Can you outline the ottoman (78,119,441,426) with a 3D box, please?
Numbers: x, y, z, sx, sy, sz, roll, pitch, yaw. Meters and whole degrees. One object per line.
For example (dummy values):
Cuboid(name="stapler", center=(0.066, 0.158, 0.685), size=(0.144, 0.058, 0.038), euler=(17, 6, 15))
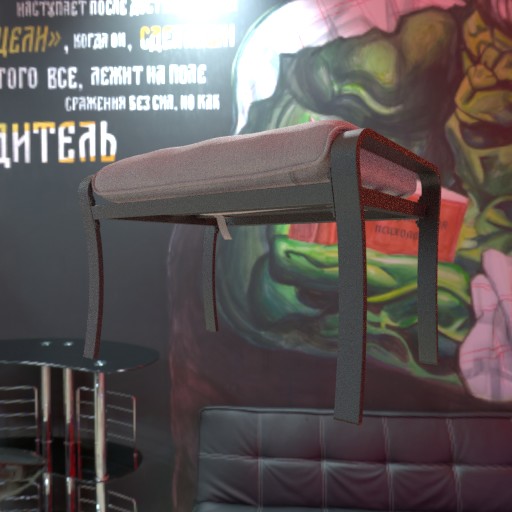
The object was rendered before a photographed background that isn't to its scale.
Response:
Cuboid(name="ottoman", center=(0.000, 0.000, 0.893), size=(0.610, 0.422, 0.406), euler=(1, 1, 37))
